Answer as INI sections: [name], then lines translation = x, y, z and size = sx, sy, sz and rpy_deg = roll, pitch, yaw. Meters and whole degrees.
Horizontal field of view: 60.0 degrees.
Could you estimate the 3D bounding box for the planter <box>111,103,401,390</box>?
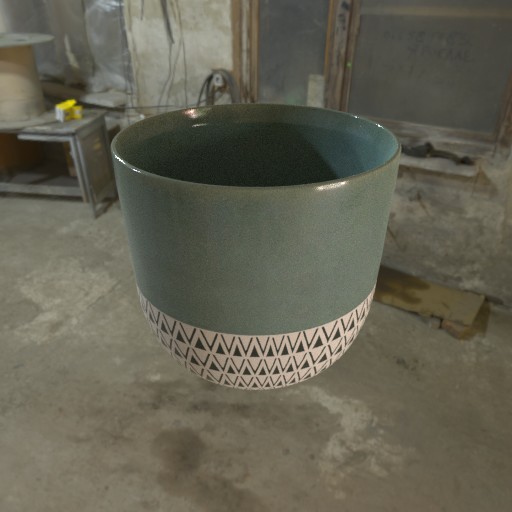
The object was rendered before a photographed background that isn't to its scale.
[planter]
translation = 0.000, 0.000, 0.489
size = 0.266, 0.270, 0.266
rpy_deg = 0, 31, 0
